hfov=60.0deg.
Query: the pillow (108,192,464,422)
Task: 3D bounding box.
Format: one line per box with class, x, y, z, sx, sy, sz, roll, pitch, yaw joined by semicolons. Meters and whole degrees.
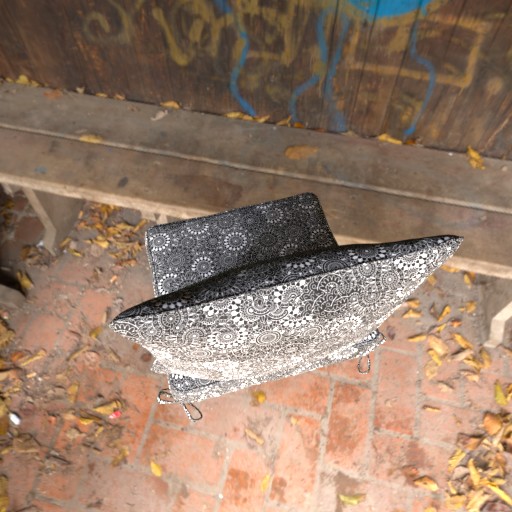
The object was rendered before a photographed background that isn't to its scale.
pillow;0.000;0.000;1.343;0.798;0.722;0.740;-13;59;-8
